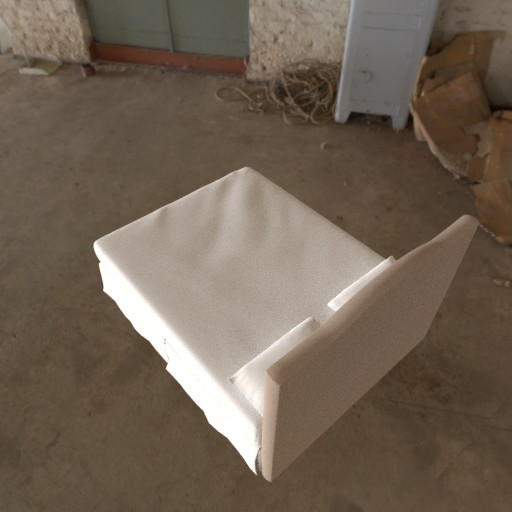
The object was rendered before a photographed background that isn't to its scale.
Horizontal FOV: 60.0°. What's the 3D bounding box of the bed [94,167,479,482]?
[{"bbox_3d":[0.000,0.000,3.402,1.821,1.436,2.282,-32,54,-27],"label":"bed"}]
